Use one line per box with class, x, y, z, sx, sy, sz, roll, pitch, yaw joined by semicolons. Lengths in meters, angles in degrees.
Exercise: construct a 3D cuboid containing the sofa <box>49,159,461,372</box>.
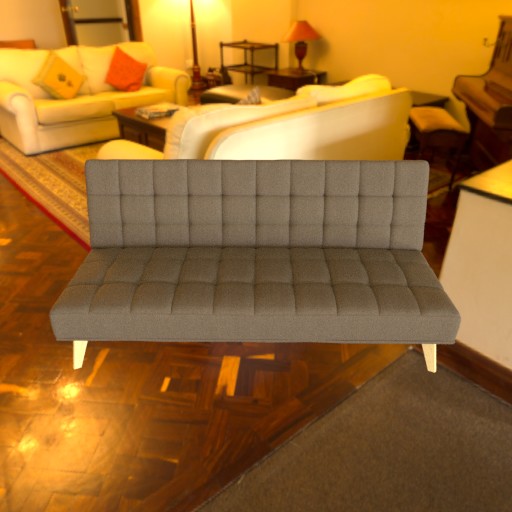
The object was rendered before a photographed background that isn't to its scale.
sofa;0.000;0.000;2.237;1.800;0.810;0.860;0;30;1
